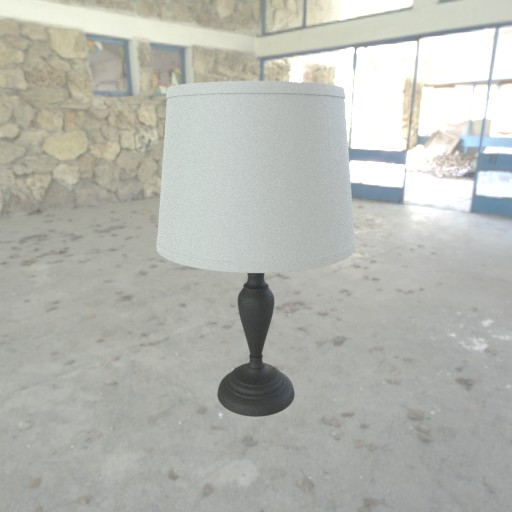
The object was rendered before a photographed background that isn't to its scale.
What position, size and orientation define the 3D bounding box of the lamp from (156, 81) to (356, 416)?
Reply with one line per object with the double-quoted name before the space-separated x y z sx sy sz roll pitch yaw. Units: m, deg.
"lamp" 0.000 0.000 0.711 0.310 0.501 0.310 0 16 0
